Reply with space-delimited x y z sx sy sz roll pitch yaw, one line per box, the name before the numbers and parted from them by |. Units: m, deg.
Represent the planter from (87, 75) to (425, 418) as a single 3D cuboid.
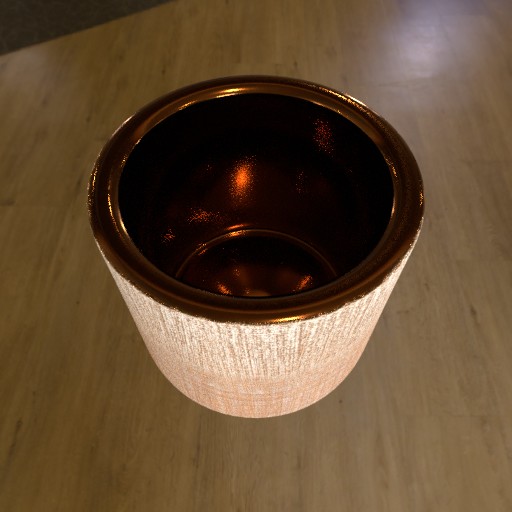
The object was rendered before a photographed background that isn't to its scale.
planter | 0.000 0.000 0.296 0.177 0.157 0.177 0 56 0
